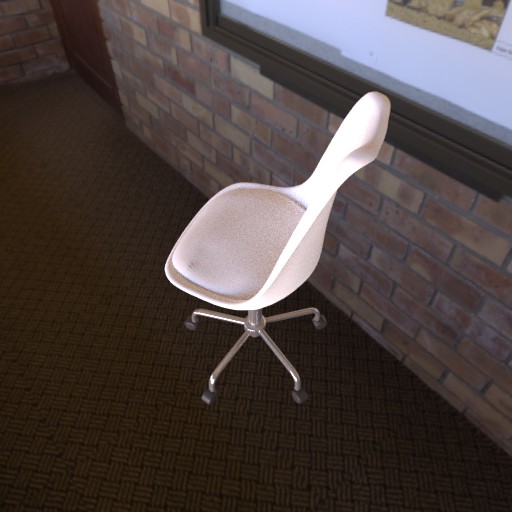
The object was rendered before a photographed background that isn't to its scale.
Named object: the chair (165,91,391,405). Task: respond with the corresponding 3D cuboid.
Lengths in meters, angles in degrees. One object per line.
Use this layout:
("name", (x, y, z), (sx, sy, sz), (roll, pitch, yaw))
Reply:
("chair", (0.000, 0.000, 1.272), (0.550, 0.930, 0.550), (14, 48, 13))
